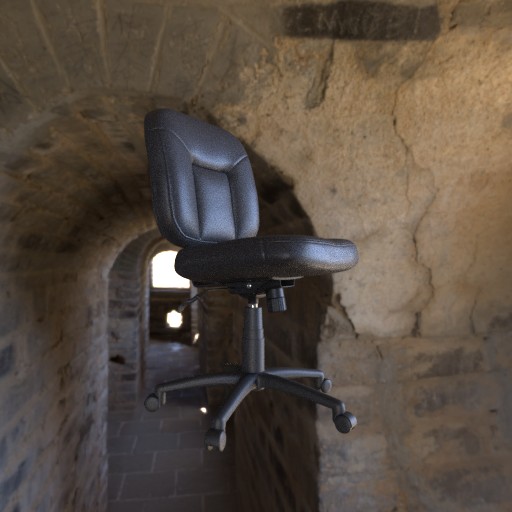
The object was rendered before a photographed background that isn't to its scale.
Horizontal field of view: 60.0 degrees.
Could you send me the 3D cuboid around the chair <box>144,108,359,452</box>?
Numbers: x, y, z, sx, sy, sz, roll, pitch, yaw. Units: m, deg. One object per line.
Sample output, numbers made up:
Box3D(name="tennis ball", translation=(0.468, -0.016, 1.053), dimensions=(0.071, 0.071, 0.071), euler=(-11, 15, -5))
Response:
Box3D(name="chair", translation=(0.000, 0.000, 1.383), dimensions=(0.646, 0.959, 0.647), euler=(0, -1, 35))
